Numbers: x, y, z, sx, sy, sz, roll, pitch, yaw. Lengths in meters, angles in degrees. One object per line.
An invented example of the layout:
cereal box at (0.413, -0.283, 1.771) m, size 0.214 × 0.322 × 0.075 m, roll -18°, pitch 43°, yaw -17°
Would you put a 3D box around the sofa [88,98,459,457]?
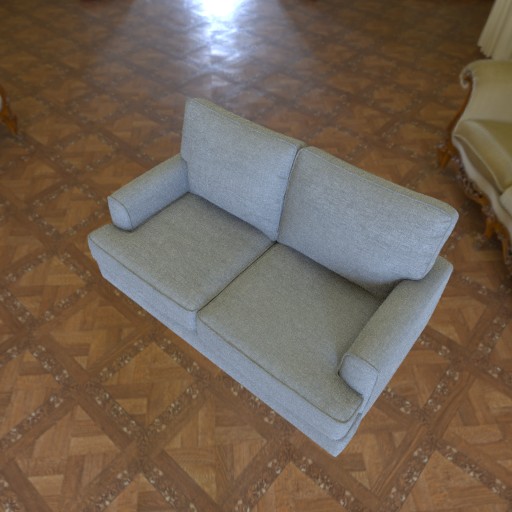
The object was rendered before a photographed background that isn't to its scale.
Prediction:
sofa at (0.000, 0.000, 2.236) m, size 1.651 × 0.965 × 0.965 m, roll 31°, pitch 54°, yaw 26°
